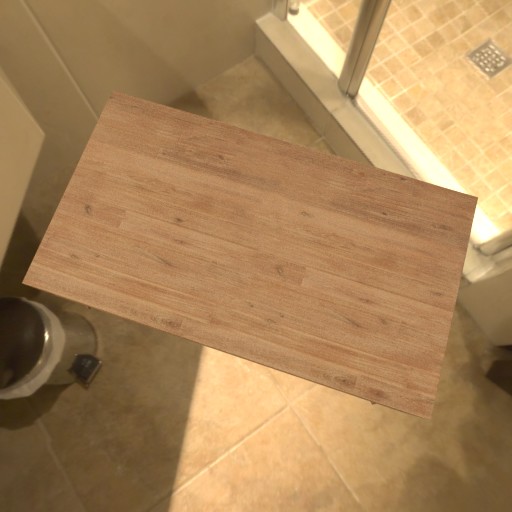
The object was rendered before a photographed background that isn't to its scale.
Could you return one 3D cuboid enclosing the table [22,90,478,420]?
[{"bbox_3d":[0.000,0.000,2.025,1.619,0.531,0.918,18,76,5],"label":"table"}]
